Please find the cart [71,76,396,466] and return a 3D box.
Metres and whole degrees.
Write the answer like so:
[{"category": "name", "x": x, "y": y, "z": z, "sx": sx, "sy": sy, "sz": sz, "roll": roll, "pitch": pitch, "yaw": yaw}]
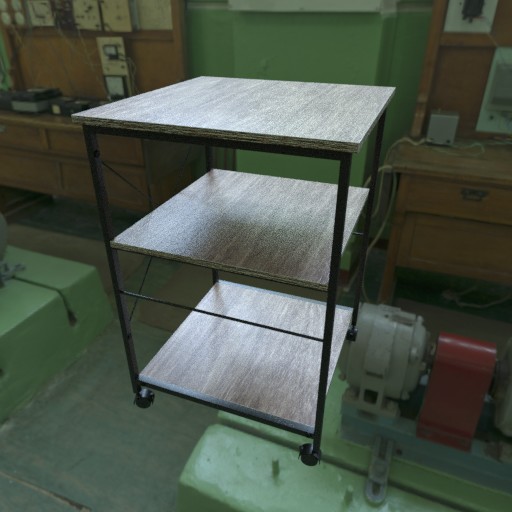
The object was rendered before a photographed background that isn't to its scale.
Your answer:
[{"category": "cart", "x": 0.000, "y": 0.000, "z": 1.124, "sx": 0.520, "sy": 0.762, "sz": 0.521, "roll": 11, "pitch": 31, "yaw": 18}]
